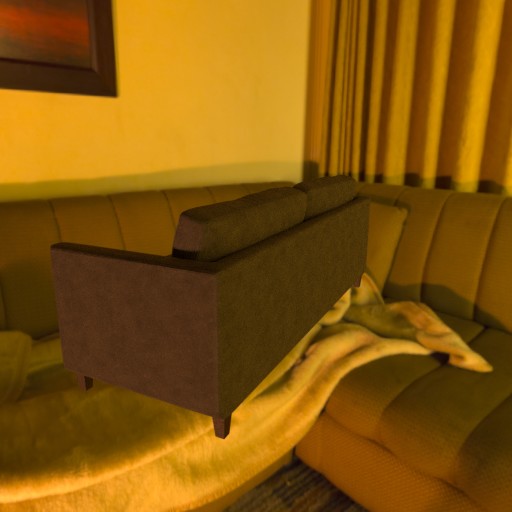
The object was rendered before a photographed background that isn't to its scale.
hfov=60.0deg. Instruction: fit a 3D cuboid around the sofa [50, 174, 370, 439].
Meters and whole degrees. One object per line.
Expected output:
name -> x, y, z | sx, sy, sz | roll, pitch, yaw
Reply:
sofa -> 0.000, 0.000, 2.925 | 0.951, 0.965, 2.434 | 7, 17, 26
